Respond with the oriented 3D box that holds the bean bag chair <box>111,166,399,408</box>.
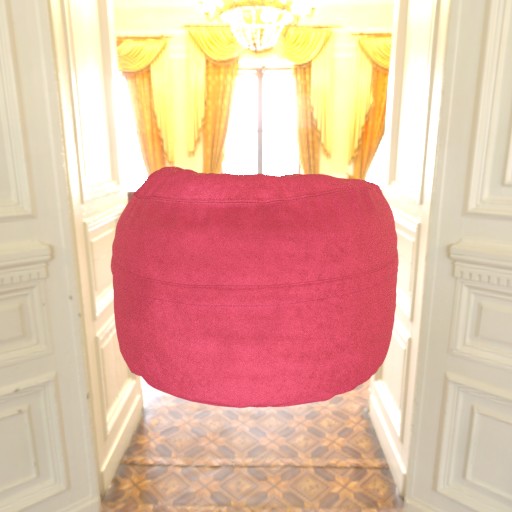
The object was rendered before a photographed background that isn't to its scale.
[{"bbox_3d":[0.000,0.000,1.960,1.218,0.788,1.218,0,14,0],"label":"bean bag chair"}]
